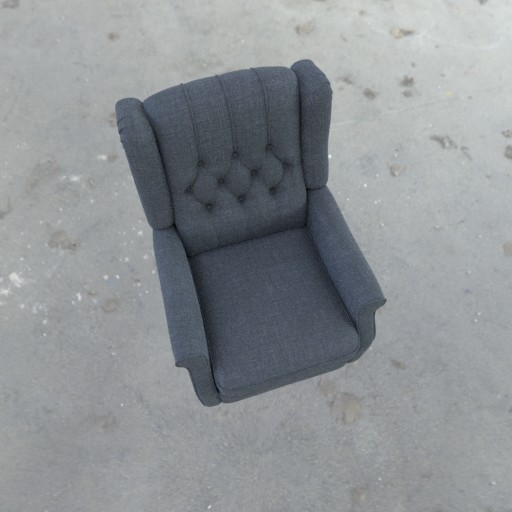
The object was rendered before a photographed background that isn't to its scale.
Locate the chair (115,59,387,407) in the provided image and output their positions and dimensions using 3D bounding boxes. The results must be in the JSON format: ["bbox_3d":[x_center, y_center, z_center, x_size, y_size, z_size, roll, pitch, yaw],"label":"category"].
[{"bbox_3d":[0.000,0.000,1.650,0.742,1.035,0.898,-15,64,-8],"label":"chair"}]
